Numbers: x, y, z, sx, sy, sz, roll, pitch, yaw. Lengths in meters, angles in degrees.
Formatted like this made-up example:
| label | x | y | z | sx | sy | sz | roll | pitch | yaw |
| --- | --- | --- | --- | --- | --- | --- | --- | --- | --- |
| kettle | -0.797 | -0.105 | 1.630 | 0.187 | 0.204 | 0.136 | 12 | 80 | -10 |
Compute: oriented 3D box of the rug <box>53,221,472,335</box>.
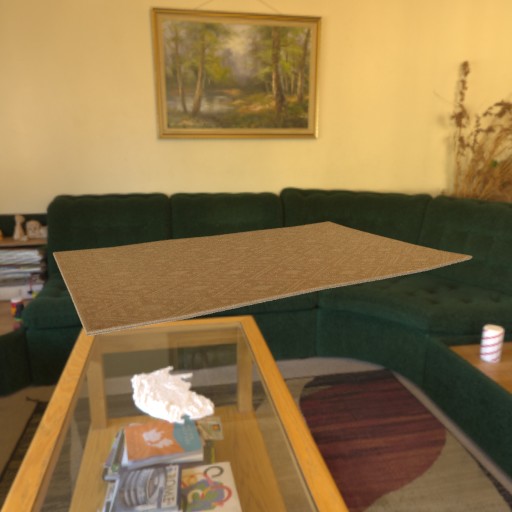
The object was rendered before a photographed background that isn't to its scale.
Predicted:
| label | x | y | z | sx | sy | sz | roll | pitch | yaw |
| --- | --- | --- | --- | --- | --- | --- | --- | --- | --- |
| rug | 0.000 | 0.000 | 3.039 | 2.430 | 0.053 | 1.553 | -8 | 16 | -28 |
